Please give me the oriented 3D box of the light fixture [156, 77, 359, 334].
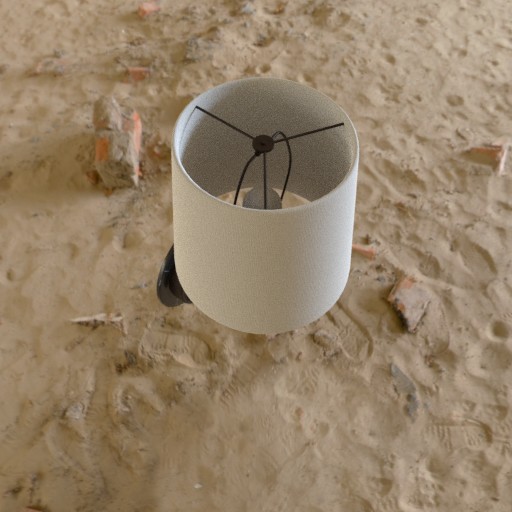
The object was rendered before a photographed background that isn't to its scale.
[{"bbox_3d":[0.000,0.000,0.450,0.188,0.337,0.168,32,65,17],"label":"light fixture"}]
